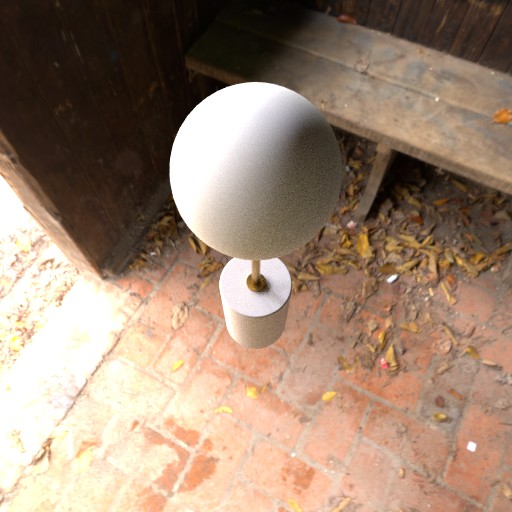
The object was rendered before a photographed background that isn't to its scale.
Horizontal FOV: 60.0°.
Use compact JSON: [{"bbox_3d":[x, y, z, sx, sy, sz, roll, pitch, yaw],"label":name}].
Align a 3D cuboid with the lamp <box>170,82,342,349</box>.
[{"bbox_3d":[0.000,0.000,0.546,0.153,0.480,0.153,0,63,0],"label":"lamp"}]
